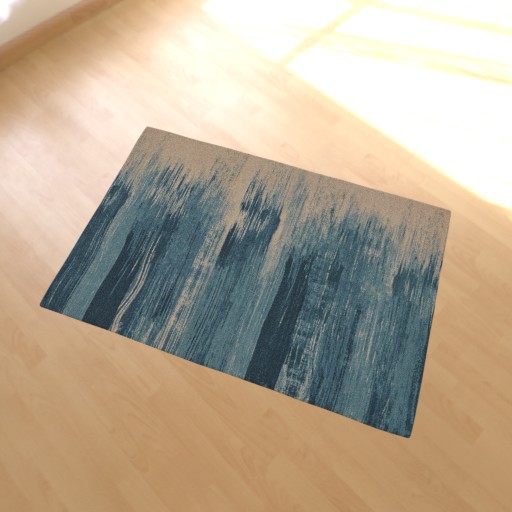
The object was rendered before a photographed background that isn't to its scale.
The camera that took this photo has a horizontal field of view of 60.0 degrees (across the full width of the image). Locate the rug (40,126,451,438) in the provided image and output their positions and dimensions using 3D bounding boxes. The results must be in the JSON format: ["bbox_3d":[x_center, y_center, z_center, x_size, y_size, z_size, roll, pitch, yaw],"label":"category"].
[{"bbox_3d":[0.000,0.000,2.289,1.836,0.009,1.232,17,65,8],"label":"rug"}]
